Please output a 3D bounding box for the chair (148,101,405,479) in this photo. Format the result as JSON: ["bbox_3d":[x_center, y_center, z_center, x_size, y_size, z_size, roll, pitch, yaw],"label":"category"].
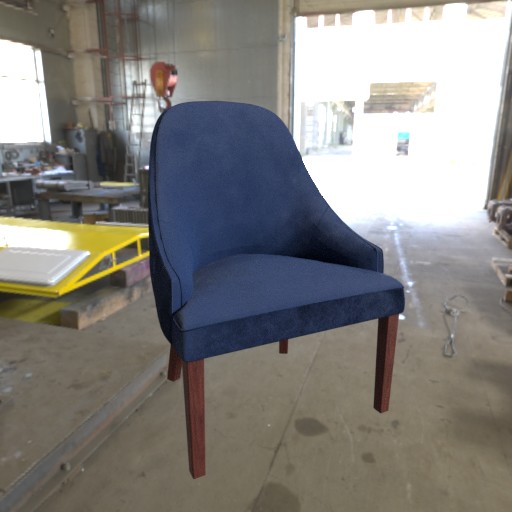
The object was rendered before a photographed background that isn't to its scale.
[{"bbox_3d":[0.000,0.000,1.292,0.643,0.889,0.575,-7,17,-26],"label":"chair"}]
